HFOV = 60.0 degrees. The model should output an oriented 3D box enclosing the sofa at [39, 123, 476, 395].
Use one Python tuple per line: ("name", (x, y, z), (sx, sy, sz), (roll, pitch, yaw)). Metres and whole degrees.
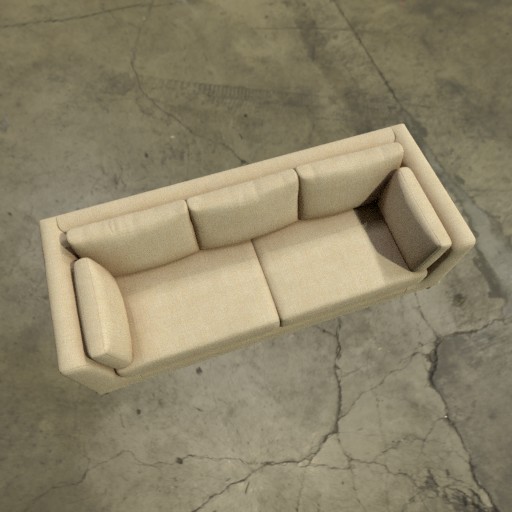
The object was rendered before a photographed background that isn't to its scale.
("sofa", (0.000, 0.000, 2.882), (2.415, 0.867, 0.969), (-17, 65, -8))
